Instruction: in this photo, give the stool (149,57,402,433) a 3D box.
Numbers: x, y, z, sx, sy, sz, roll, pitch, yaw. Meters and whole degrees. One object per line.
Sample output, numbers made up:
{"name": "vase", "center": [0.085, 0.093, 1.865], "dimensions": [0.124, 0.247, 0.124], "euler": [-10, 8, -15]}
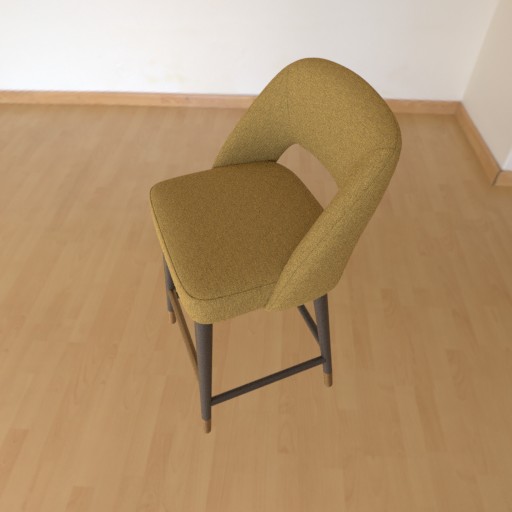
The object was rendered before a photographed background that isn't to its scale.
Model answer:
{"name": "stool", "center": [0.000, 0.000, 1.239], "dimensions": [0.522, 0.939, 0.536], "euler": [-16, 48, -15]}
